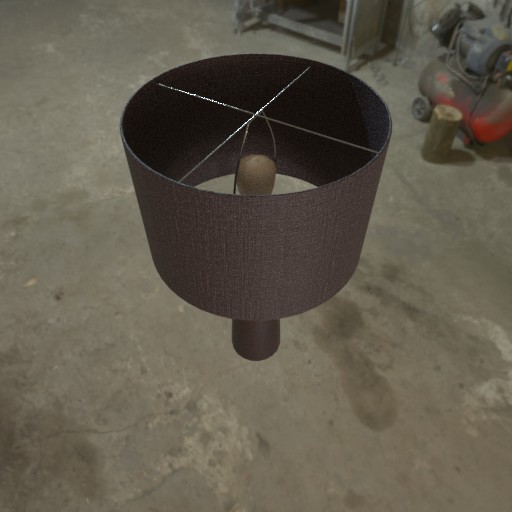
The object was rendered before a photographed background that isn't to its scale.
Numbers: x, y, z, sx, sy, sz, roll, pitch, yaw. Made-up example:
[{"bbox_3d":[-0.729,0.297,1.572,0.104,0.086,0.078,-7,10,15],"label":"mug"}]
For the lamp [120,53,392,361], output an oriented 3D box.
[{"bbox_3d":[0.000,0.000,0.682,0.303,0.488,0.303,0,48,0],"label":"lamp"}]
